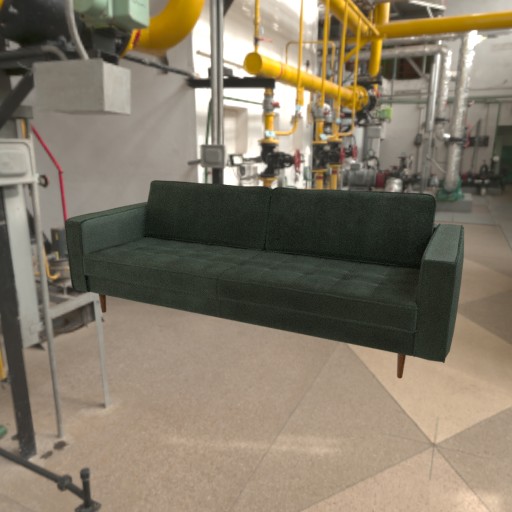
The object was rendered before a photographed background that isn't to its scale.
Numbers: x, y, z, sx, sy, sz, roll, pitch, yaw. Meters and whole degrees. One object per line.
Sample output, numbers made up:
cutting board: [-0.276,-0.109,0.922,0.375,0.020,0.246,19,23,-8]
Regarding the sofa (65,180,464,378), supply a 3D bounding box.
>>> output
sofa: [0.000,0.000,2.620,2.214,0.781,0.886,7,16,25]
